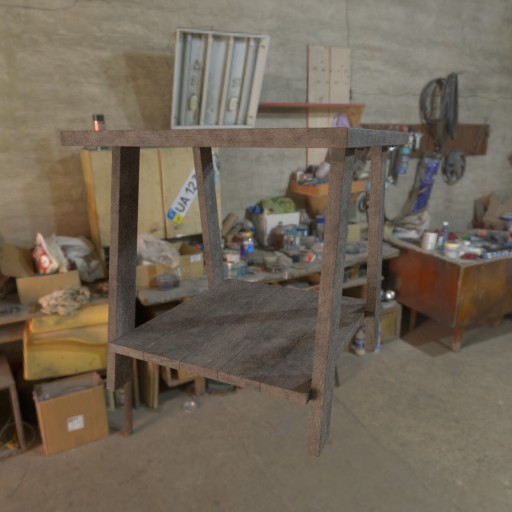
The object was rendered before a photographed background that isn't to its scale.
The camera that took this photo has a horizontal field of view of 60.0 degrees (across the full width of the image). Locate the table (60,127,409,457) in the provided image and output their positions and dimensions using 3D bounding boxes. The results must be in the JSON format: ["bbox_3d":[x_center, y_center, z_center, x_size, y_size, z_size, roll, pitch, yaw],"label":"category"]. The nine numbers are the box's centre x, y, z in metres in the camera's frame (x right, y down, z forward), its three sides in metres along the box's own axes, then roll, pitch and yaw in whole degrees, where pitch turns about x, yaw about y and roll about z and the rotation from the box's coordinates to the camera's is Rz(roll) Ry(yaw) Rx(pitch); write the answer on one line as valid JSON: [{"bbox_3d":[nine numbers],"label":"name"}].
[{"bbox_3d":[0.000,0.000,1.131,0.610,0.610,0.610,7,16,26],"label":"table"}]
